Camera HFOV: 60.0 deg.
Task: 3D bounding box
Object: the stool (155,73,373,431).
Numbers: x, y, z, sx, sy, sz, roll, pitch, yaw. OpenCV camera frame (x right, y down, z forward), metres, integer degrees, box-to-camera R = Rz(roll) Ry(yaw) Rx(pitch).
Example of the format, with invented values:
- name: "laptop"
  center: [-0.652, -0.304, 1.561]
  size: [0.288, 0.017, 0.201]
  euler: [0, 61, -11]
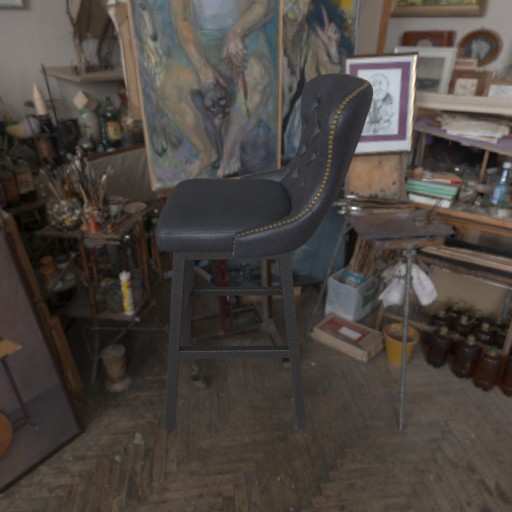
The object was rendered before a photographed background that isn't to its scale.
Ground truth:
- name: "stool"
  center: [0.000, 0.000, 1.404]
  size: [0.601, 1.050, 0.528]
  euler: [0, 27, -1]
